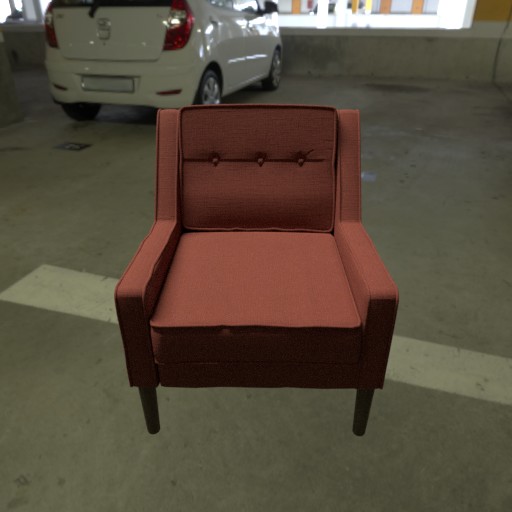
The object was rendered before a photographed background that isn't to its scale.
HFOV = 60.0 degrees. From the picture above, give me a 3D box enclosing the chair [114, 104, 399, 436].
[{"bbox_3d":[0.000,0.000,1.368,0.680,0.812,0.770,0,29,1],"label":"chair"}]
